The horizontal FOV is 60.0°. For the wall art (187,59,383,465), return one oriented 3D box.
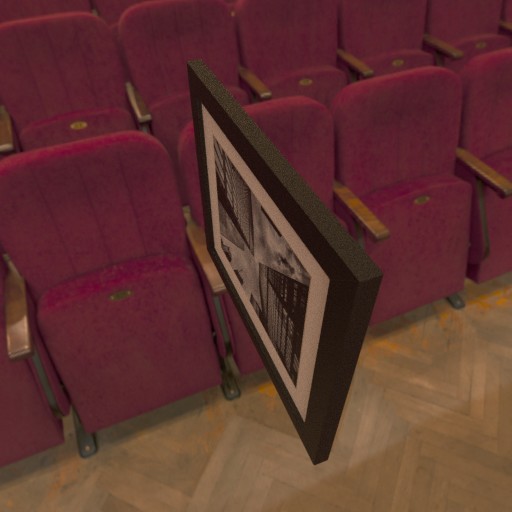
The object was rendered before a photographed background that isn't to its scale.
[{"bbox_3d":[0.000,0.000,0.754,0.031,0.457,0.558,-17,47,-16],"label":"wall art"}]
